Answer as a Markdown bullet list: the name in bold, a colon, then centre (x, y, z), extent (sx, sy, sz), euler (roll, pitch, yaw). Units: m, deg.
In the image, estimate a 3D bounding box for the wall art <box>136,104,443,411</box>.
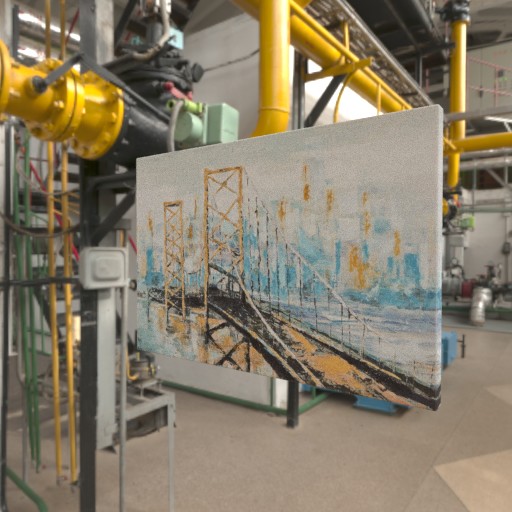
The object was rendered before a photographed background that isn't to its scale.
- **wall art**: centre (0.000, 0.000, 1.158), extent (0.913, 0.609, 0.038), euler (1, 1, 36)
